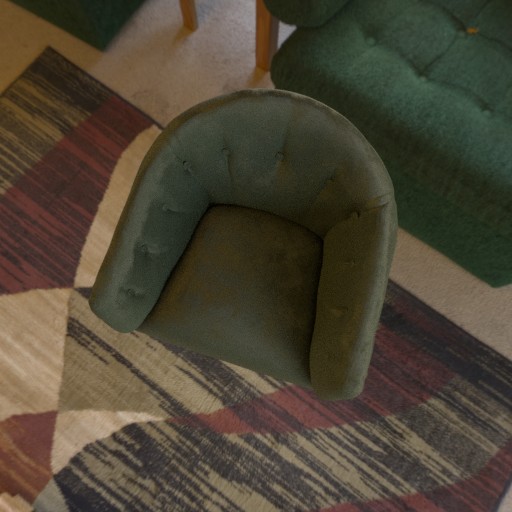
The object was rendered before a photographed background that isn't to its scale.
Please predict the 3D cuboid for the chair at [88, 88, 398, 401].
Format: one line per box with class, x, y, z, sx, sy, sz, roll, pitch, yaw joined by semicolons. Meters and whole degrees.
chair;0.000;0.000;1.538;0.851;0.885;0.776;17;76;4
